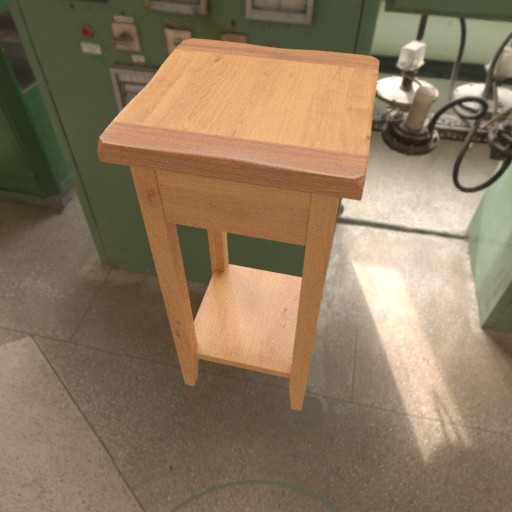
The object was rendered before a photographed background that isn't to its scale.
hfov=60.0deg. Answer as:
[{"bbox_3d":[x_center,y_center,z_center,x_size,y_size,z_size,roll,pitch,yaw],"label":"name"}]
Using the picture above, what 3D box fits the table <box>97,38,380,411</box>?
[{"bbox_3d":[0.000,0.000,0.956,0.360,0.740,0.360,10,48,9],"label":"table"}]
